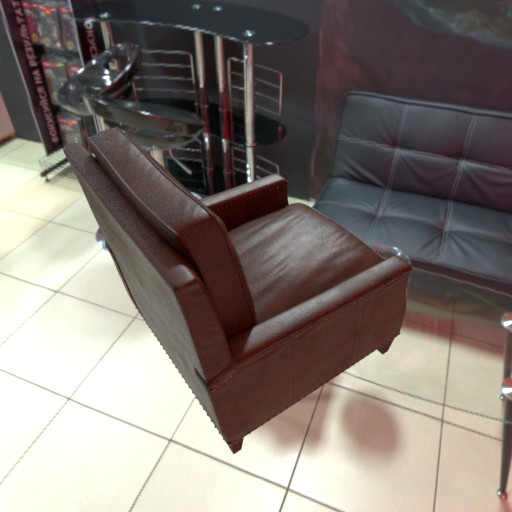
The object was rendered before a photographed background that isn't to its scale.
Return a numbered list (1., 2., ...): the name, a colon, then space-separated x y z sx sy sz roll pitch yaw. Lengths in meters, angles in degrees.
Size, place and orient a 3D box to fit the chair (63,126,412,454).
1. chair: 0.000 0.000 1.761 1.035 1.054 0.854 -24 46 -26
